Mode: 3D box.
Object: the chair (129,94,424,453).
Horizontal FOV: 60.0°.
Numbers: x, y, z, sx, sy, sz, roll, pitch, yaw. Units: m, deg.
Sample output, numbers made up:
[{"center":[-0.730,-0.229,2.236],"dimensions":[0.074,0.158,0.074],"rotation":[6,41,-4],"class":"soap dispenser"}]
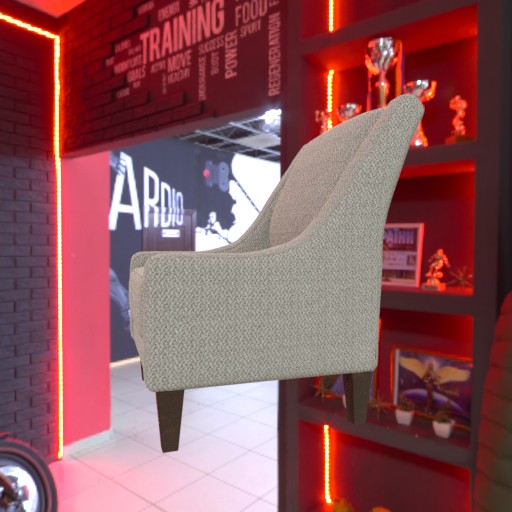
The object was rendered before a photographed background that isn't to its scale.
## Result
[{"center":[0.000,0.000,1.600],"dimensions":[0.870,1.014,0.774],"rotation":[0,1,-19],"class":"chair"}]
